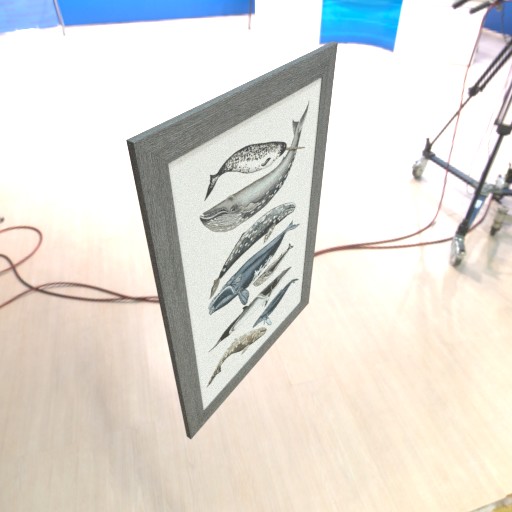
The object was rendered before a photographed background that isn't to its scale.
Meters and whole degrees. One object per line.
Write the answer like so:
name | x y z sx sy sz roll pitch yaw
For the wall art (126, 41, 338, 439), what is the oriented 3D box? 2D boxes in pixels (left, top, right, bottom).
wall art | 0.000 0.000 1.372 0.020 1.070 0.768 25 47 26
